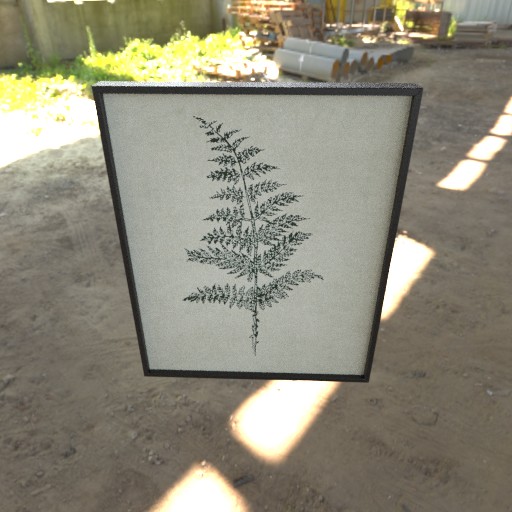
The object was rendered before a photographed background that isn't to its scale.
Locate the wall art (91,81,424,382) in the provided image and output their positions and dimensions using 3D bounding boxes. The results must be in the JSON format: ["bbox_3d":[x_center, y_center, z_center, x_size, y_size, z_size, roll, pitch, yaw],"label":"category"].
[{"bbox_3d":[0.000,0.000,0.758,0.449,0.555,0.039,1,31,2],"label":"wall art"}]
